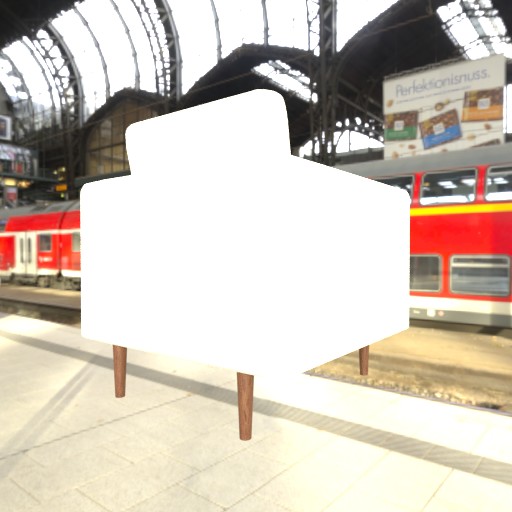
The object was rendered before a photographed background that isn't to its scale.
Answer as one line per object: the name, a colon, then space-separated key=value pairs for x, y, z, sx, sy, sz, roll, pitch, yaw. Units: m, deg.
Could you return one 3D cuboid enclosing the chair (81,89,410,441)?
chair: x=0.000 y=0.000 z=1.563 sx=0.831 sy=0.899 sz=0.879 roll=1 pitch=1 yaw=38
